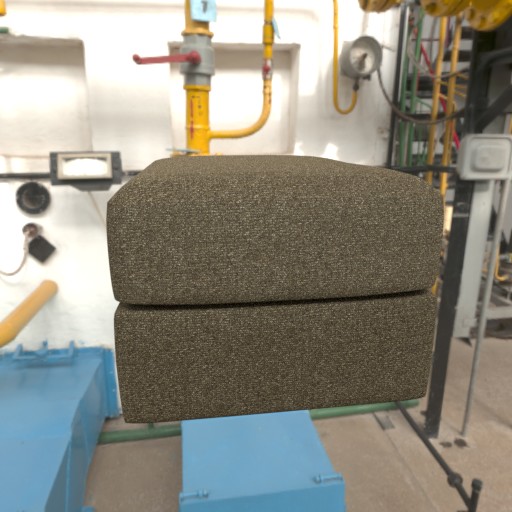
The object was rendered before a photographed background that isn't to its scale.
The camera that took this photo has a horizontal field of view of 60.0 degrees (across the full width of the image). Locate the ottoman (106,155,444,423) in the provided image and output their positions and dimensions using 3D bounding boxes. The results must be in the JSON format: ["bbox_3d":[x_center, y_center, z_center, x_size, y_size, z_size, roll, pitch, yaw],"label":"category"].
[{"bbox_3d":[0.000,0.000,1.110,0.598,0.476,0.742,-2,16,-8],"label":"ottoman"}]
